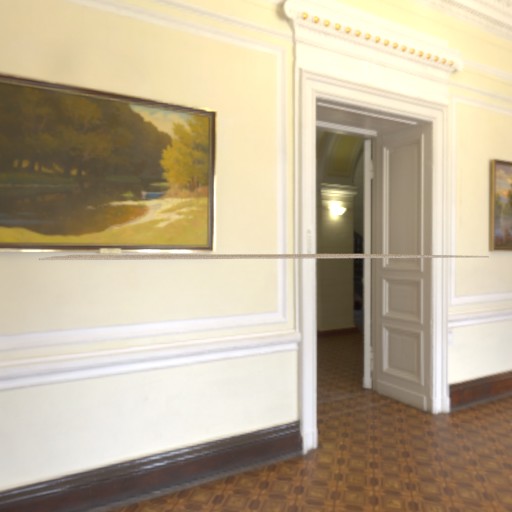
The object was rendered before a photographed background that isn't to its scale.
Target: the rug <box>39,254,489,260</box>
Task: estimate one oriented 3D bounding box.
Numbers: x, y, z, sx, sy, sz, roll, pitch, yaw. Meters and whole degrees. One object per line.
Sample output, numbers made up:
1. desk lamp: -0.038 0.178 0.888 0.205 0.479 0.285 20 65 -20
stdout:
1. rug: 0.000 0.000 3.008 2.442 0.016 1.527 0 1 -17
